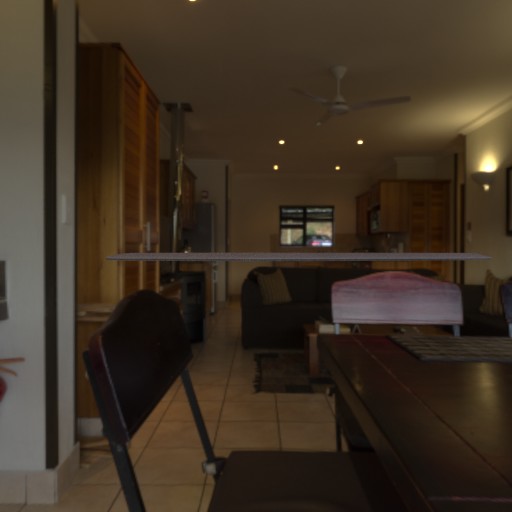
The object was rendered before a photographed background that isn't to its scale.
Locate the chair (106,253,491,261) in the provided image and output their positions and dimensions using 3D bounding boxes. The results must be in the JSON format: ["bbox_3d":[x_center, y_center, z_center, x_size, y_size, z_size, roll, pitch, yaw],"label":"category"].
[{"bbox_3d":[0.000,0.000,1.903,1.219,0.024,1.372,0,0,-18],"label":"chair"}]
